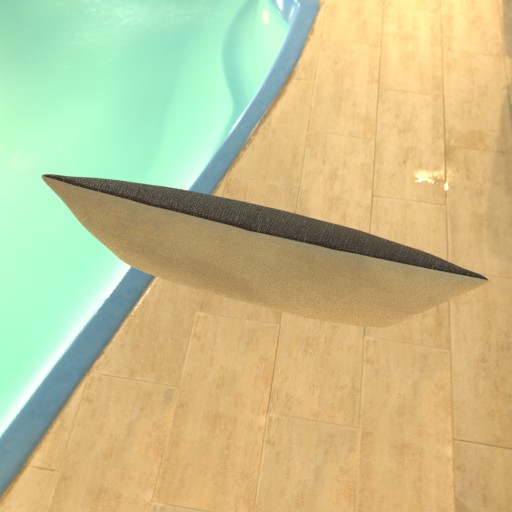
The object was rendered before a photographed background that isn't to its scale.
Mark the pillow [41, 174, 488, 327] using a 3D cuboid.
[{"bbox_3d":[0.000,0.000,0.728,0.608,0.305,0.156,14,65,6],"label":"pillow"}]
